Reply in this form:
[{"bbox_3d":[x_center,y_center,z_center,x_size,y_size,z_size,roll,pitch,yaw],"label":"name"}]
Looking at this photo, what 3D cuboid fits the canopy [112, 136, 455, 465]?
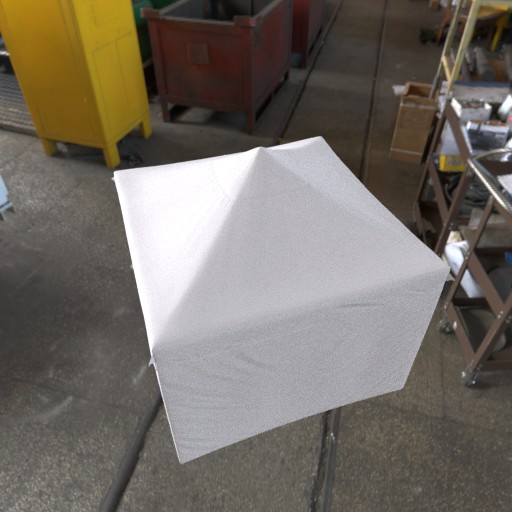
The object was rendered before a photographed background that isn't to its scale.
[{"bbox_3d":[0.000,0.000,5.444,3.043,2.997,3.121,-13,44,-14],"label":"canopy"}]
